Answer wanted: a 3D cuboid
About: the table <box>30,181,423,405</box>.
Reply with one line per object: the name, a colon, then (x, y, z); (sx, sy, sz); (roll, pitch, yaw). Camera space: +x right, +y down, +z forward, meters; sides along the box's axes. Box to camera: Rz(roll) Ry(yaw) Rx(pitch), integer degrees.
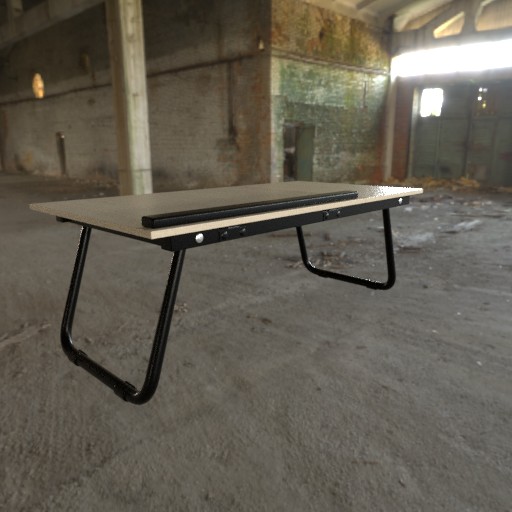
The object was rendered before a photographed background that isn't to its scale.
table: (0.000, 0.000, 0.804); (0.322, 0.242, 0.644); (13, 19, 42)
